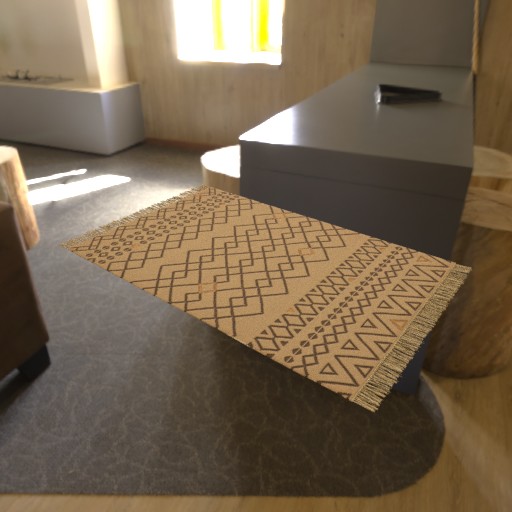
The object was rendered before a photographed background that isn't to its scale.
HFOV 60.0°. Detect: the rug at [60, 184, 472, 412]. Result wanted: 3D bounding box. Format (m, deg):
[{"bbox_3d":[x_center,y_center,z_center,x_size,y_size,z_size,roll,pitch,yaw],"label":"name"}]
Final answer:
[{"bbox_3d":[0.000,0.000,2.505,2.023,0.028,1.224,22,37,32],"label":"rug"}]
